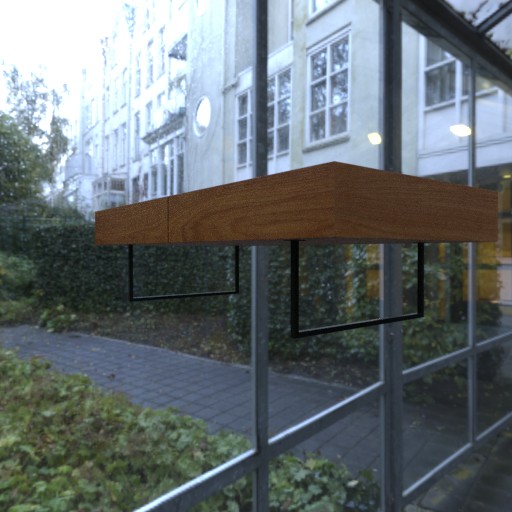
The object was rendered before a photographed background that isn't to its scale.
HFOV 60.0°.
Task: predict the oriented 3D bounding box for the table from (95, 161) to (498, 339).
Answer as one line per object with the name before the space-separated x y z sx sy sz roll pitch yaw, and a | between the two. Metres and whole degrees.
table | 0.000 0.000 1.397 0.610 0.330 1.194 0 1 -38
